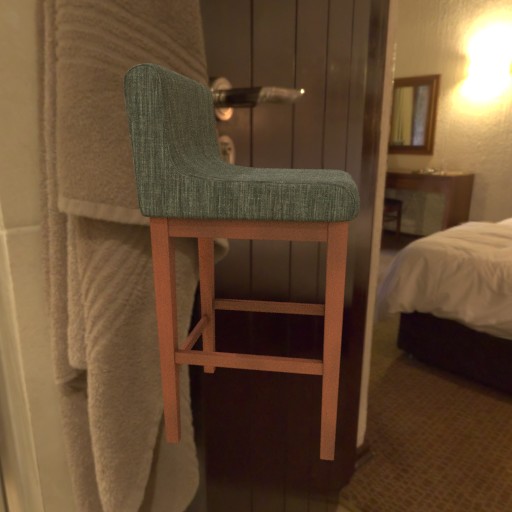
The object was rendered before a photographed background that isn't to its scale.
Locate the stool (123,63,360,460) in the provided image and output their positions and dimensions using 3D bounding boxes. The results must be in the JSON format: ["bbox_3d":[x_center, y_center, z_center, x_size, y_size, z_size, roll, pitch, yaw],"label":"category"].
[{"bbox_3d":[0.000,0.000,1.082,0.459,0.835,0.395,2,15,9],"label":"stool"}]
